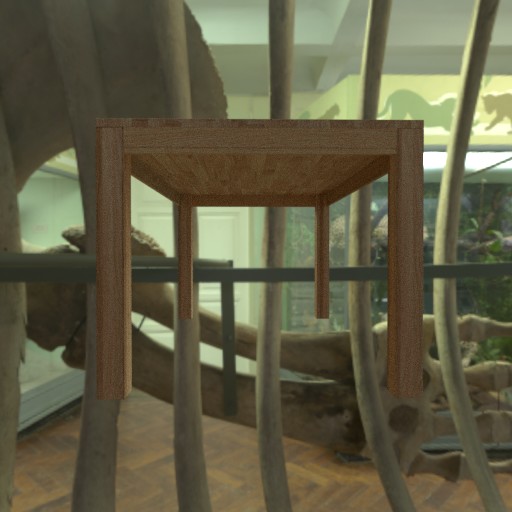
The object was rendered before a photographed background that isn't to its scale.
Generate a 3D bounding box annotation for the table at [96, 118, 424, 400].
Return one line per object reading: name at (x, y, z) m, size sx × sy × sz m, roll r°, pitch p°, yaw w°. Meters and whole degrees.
table at (0.000, 0.000, 1.968) m, size 0.900 × 0.770 × 1.500 m, roll 0°, pitch 1°, yaw -1°
